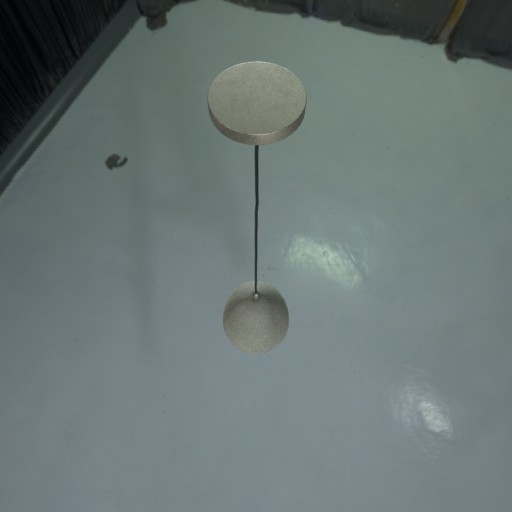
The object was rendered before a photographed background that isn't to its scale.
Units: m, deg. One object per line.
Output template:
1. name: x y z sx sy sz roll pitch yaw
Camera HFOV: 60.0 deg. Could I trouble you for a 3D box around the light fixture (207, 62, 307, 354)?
1. light fixture: 0.000 0.000 0.809 0.170 0.759 0.170 17 65 8
